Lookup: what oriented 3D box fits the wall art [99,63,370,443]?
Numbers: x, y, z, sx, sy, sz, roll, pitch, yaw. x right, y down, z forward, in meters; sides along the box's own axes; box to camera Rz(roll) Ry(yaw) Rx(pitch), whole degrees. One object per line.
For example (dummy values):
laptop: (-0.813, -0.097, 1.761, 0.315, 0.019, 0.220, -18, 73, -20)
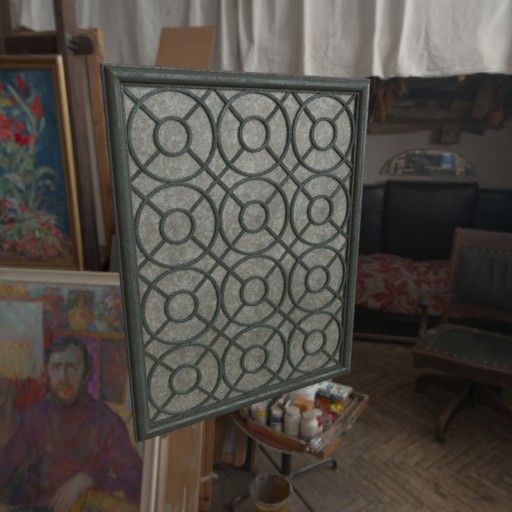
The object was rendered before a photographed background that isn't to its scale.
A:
wall art: (0.000, 0.000, 1.276, 0.767, 0.983, 0.030, -9, 19, -27)
